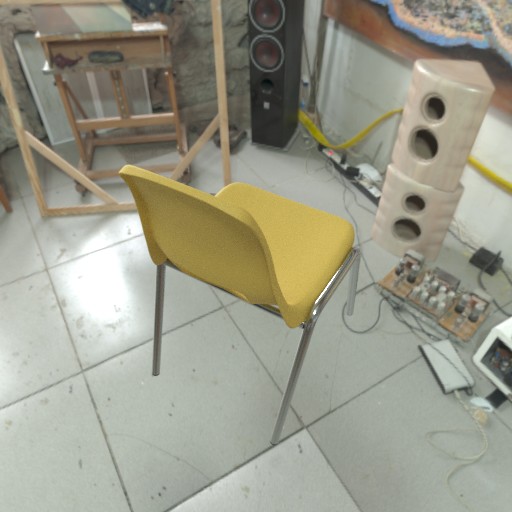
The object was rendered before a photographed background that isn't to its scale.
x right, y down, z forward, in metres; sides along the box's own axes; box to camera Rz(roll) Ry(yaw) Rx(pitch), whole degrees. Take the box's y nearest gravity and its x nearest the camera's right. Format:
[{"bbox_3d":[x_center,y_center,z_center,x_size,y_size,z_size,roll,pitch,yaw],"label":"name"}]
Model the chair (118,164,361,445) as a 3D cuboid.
[{"bbox_3d":[0.000,0.000,0.938,0.381,0.653,0.436,23,51,20],"label":"chair"}]
